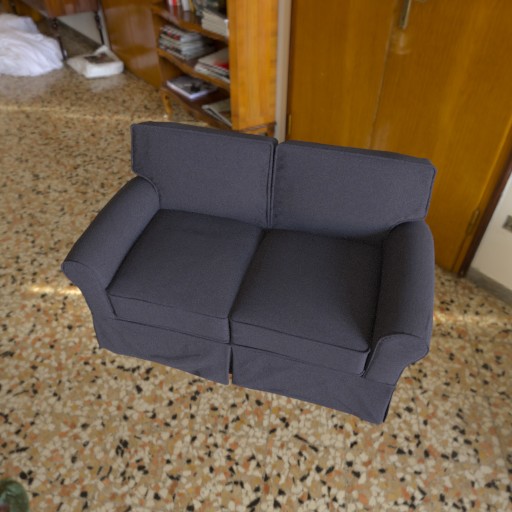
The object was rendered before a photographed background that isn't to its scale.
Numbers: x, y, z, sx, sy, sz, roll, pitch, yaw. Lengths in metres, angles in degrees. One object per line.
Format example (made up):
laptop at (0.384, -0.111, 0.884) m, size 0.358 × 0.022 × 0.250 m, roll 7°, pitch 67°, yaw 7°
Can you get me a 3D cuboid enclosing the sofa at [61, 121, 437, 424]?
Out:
sofa at (0.000, 0.000, 2.402) m, size 1.801 × 1.059 × 0.997 m, roll 11°, pitch 43°, yaw 12°
